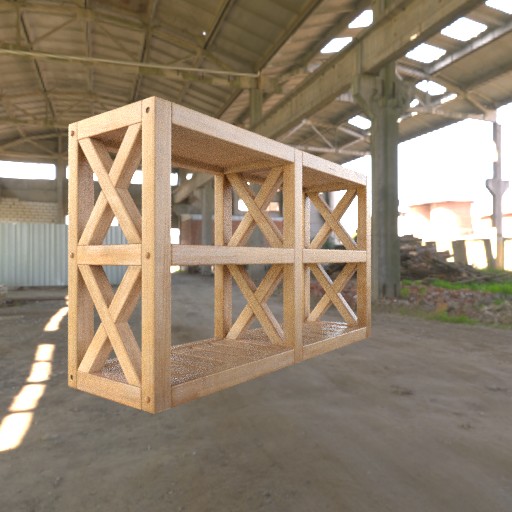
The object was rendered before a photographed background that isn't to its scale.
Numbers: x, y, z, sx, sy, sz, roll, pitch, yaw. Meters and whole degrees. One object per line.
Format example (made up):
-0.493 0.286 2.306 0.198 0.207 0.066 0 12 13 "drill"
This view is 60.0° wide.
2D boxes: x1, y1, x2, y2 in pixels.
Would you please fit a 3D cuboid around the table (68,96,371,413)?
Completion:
0.000 0.000 1.694 0.381 0.762 1.320 0 0 37 "table"
